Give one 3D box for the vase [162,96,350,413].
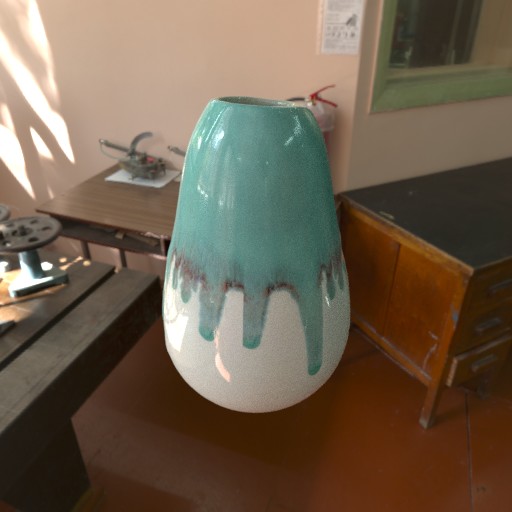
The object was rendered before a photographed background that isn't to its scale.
[{"bbox_3d":[0.000,0.000,0.258,0.116,0.179,0.116,0,31,0],"label":"vase"}]
